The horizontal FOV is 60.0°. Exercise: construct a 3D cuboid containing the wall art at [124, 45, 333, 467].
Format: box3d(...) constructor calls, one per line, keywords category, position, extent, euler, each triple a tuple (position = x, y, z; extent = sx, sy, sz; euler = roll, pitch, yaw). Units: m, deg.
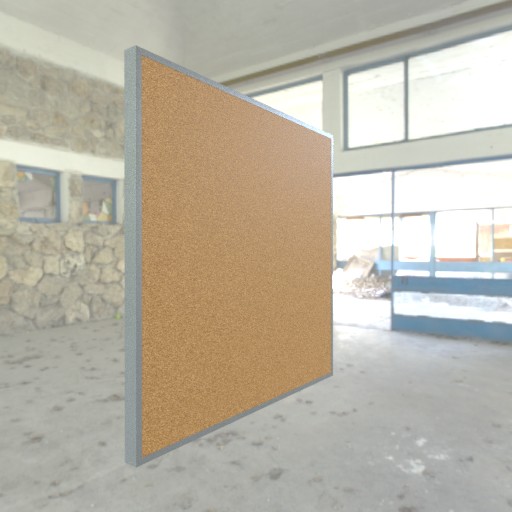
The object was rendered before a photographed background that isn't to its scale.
box3d(category="wall art", position=(0.000, 0.000, 1.180), extent=(0.038, 0.807, 0.809), euler=(0, 0, 37))
